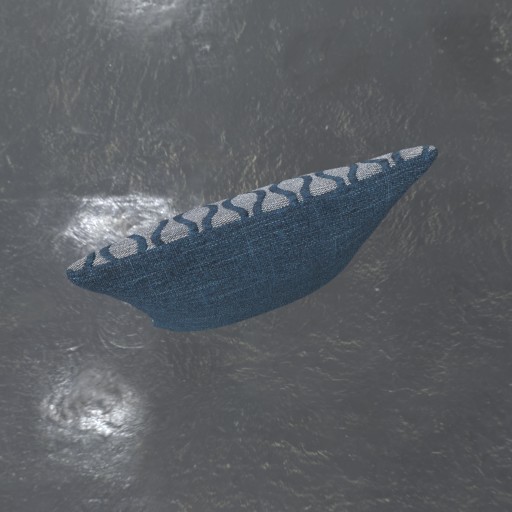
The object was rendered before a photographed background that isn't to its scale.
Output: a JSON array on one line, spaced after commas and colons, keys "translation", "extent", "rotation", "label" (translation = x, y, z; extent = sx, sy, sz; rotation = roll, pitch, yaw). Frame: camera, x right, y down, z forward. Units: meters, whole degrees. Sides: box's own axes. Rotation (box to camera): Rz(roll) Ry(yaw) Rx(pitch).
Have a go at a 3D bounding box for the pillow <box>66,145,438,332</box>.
[{"translation": [0.000, 0.000, 0.689], "extent": [0.435, 0.435, 0.159], "rotation": [-21, 76, -5], "label": "pillow"}]
